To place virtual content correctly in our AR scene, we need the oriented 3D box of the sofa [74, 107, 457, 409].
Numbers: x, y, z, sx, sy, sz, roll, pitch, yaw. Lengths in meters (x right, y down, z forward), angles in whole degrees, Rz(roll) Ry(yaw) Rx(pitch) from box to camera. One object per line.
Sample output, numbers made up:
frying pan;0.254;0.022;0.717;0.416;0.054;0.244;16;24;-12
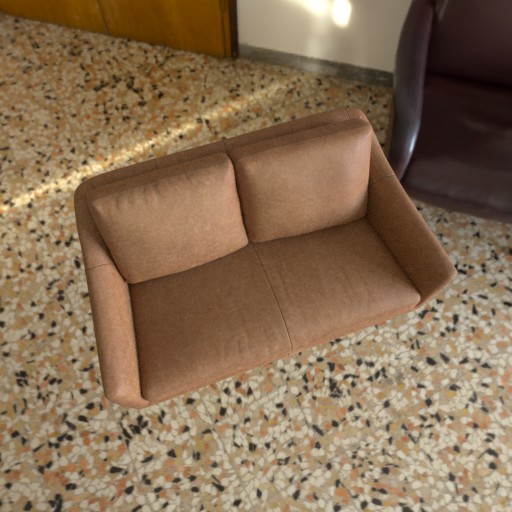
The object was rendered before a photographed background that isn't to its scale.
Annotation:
sofa;0.000;0.000;2.202;1.619;0.902;0.960;-18;65;-9
